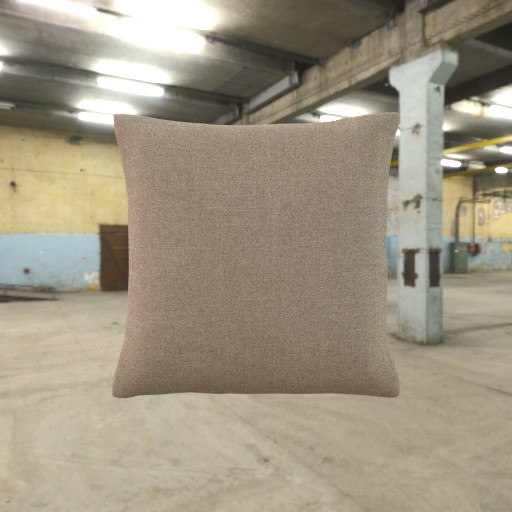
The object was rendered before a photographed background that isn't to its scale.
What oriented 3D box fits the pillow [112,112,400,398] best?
[{"bbox_3d":[0.000,0.000,0.667,0.435,0.428,0.148,0,1,0],"label":"pillow"}]
